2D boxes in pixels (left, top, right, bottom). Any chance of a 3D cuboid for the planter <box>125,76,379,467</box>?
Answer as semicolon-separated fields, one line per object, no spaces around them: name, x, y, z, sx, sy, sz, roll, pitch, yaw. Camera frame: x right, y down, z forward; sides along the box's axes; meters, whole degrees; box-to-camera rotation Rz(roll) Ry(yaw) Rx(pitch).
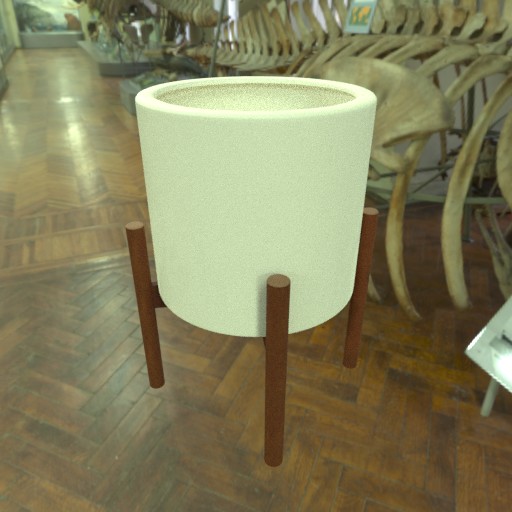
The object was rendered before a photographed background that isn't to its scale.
planter;0.000;0.000;0.506;0.224;0.358;0.224;20;34;32
